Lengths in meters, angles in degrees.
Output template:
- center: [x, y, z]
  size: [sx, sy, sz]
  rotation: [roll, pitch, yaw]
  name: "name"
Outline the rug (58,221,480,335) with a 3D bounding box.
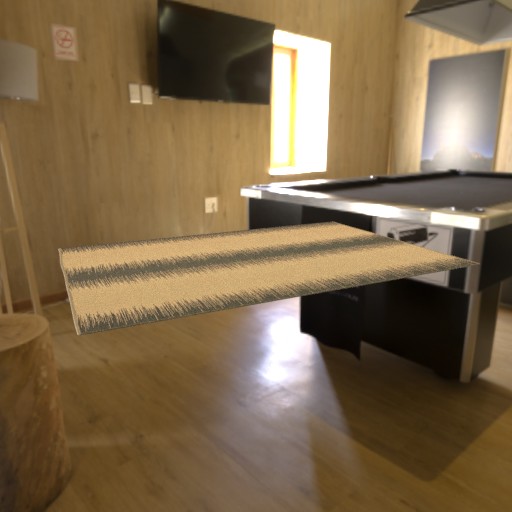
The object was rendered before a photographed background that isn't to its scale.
- center: [0.000, 0.000, 2.316]
  size: [1.854, 0.006, 1.234]
  rotation: [-7, 17, -25]
  name: "rug"
